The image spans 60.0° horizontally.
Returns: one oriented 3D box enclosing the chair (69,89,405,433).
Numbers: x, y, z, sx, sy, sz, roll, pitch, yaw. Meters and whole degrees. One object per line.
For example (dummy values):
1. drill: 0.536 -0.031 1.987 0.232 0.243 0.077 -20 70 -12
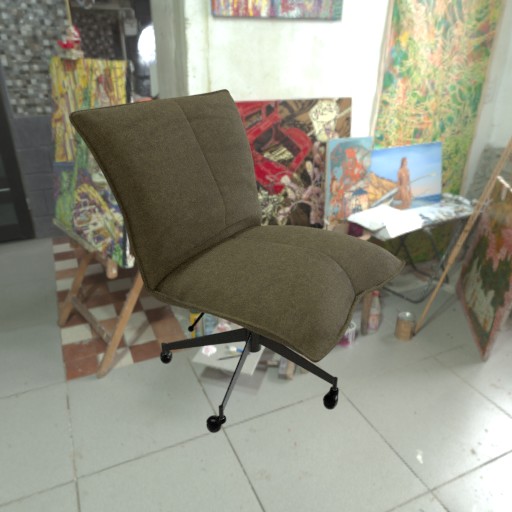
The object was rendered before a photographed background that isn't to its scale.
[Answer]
1. chair: 0.000 0.000 1.253 0.696 0.811 0.597 18 31 32
